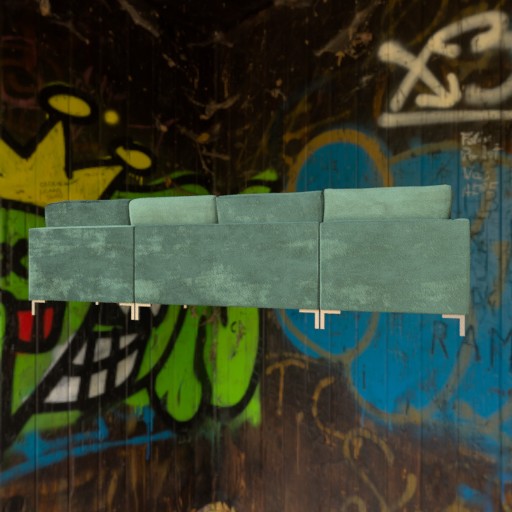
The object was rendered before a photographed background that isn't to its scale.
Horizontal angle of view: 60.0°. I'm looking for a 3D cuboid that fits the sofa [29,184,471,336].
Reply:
[{"bbox_3d":[0.000,0.000,4.203,3.434,0.992,2.055,0,0,17],"label":"sofa"}]
